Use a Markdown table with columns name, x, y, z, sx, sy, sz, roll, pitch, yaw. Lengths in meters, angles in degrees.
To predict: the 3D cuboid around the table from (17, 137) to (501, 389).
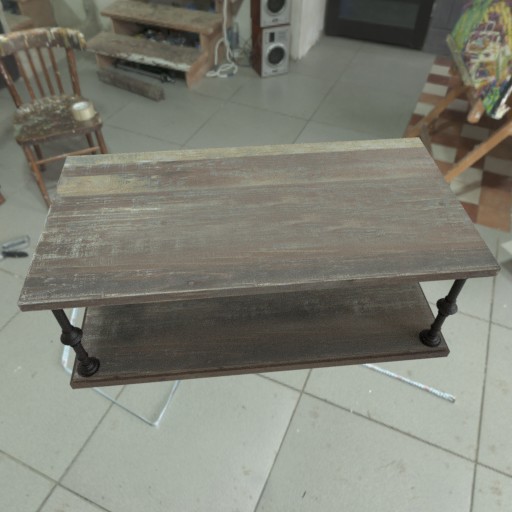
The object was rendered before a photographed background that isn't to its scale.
| name | x | y | z | sx | sy | sz | roll | pitch | yaw |
| --- | --- | --- | --- | --- | --- | --- | --- | --- | --- |
| table | 0.000 | 0.000 | 1.324 | 1.088 | 0.399 | 0.554 | -4 | 47 | -4 |
